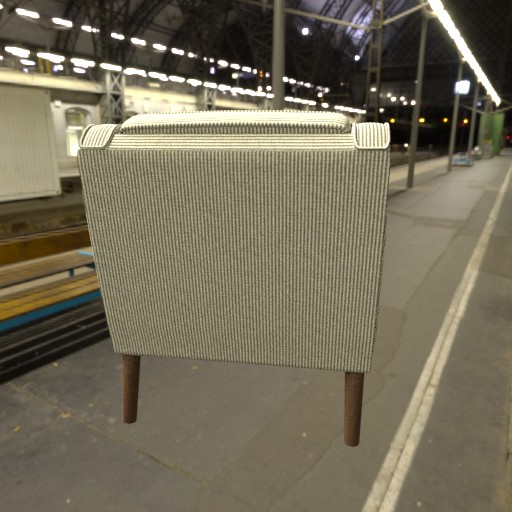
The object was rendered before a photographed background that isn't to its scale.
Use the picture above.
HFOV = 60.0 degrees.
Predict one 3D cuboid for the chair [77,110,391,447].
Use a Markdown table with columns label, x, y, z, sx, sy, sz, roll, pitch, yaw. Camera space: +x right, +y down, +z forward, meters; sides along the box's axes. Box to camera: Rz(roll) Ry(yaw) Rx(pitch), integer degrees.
| label | x | y | z | sx | sy | sz | roll | pitch | yaw |
| --- | --- | --- | --- | --- | --- | --- | --- | --- | --- |
| chair | 0.000 | 0.000 | 1.316 | 0.663 | 0.792 | 0.743 | 2 | 15 | 9 |
